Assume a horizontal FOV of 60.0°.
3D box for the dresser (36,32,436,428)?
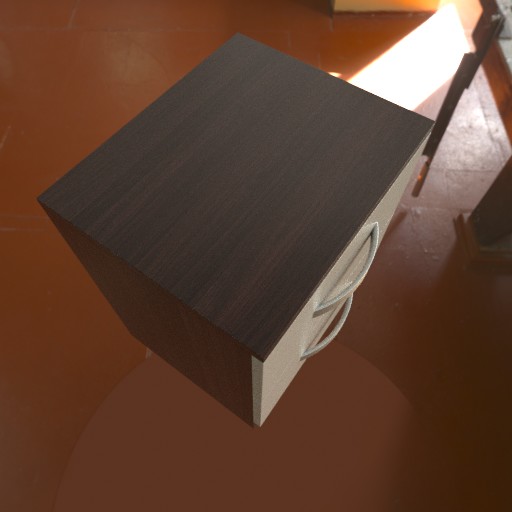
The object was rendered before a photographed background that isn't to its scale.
[{"bbox_3d":[0.000,0.000,0.761,0.360,0.470,0.400,32,65,17],"label":"dresser"}]
